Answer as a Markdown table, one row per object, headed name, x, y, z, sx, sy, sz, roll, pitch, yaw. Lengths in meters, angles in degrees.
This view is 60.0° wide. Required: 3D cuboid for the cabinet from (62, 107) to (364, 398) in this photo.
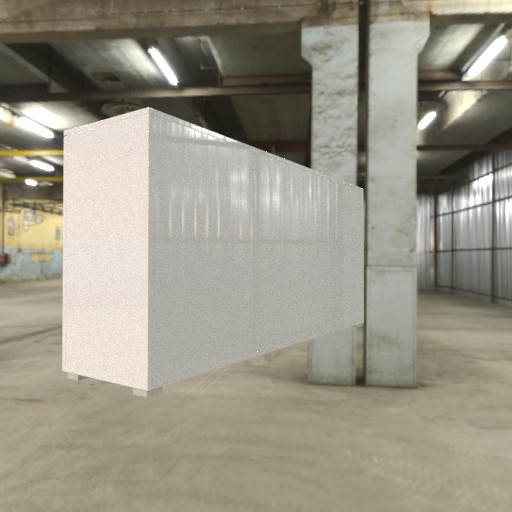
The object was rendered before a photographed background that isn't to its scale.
| name | x | y | z | sx | sy | sz | roll | pitch | yaw |
| --- | --- | --- | --- | --- | --- | --- | --- | --- | --- |
| cabinet | 0.000 | 0.000 | 2.012 | 0.400 | 0.800 | 1.650 | -1 | -1 | 34 |
